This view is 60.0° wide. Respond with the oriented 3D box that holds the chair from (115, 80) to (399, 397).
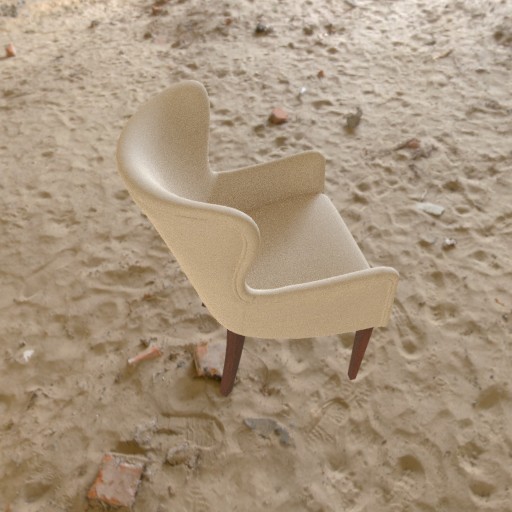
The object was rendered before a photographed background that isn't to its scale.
[{"bbox_3d":[0.000,0.000,1.531,0.744,0.990,0.696,-10,47,-10],"label":"chair"}]
